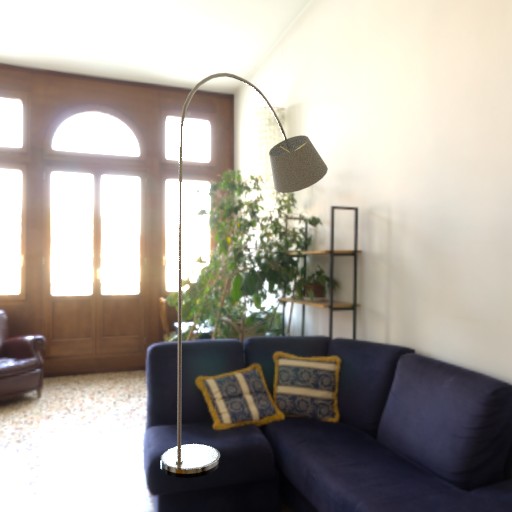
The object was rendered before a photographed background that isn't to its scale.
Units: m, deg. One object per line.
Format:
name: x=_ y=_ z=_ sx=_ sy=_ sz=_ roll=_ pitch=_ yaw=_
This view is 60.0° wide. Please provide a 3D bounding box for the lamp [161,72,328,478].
lamp: x=0.000 y=0.000 z=2.711 sx=0.406 sy=2.098 sz=1.445 roll=-1 pitch=-1 yaw=34
